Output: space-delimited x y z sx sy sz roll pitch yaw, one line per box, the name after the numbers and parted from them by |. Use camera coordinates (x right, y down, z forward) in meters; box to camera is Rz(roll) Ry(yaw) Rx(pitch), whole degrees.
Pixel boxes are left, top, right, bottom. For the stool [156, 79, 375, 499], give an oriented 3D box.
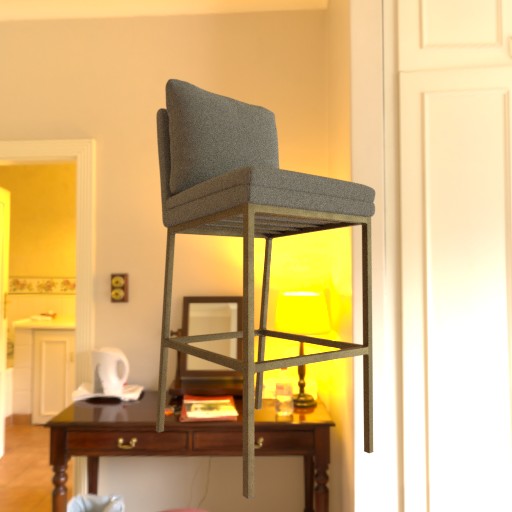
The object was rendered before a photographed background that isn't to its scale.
0.000 0.000 1.376 0.463 1.132 0.569 2 -3 -37 | stool
